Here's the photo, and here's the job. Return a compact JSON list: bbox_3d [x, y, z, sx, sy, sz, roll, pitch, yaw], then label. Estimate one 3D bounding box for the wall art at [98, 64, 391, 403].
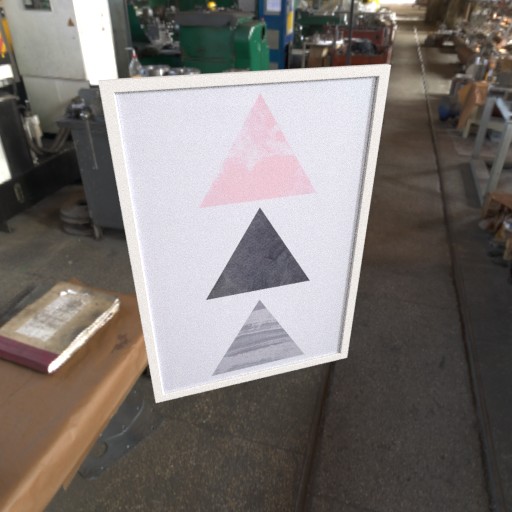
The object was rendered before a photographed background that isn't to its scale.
[{"bbox_3d":[0.000,0.000,0.843,0.456,0.656,0.013,-9,33,-15],"label":"wall art"}]
